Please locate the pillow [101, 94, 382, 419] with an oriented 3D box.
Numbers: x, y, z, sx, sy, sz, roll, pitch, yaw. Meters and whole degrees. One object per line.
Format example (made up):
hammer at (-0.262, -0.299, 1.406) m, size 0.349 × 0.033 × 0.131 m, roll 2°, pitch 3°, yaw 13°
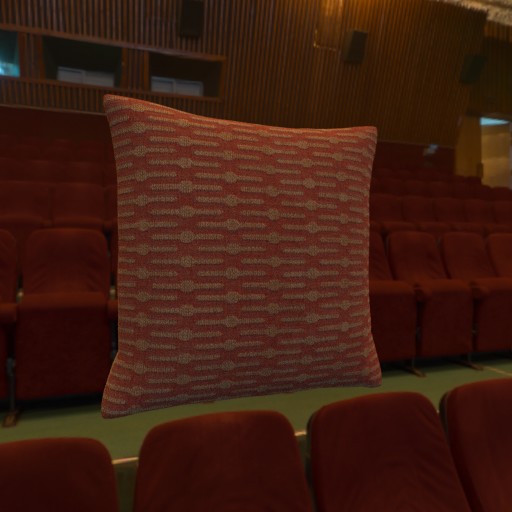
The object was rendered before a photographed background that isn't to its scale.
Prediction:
pillow at (0.000, 0.000, 0.775) m, size 0.511 × 0.503 × 0.182 m, roll 0°, pitch 0°, yaw -20°
